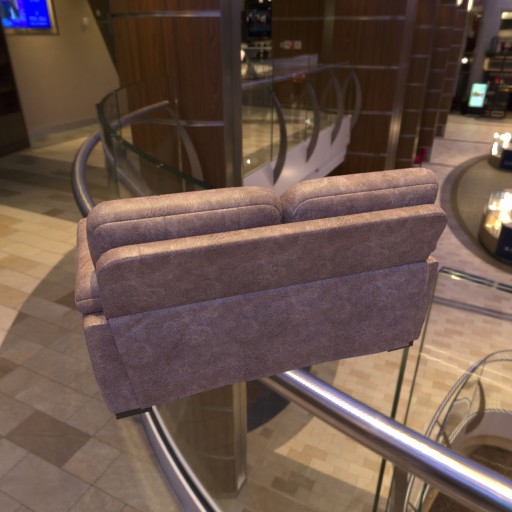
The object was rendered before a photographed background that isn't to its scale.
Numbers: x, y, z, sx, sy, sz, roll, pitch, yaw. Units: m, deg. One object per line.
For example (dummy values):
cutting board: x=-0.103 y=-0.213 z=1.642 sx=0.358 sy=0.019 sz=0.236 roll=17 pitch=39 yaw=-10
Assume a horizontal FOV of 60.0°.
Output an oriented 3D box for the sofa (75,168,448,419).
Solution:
sofa: x=0.000 y=0.000 z=2.329 sx=1.753 sy=0.991 sz=0.991 roll=-9 pitch=28 yaw=-17
